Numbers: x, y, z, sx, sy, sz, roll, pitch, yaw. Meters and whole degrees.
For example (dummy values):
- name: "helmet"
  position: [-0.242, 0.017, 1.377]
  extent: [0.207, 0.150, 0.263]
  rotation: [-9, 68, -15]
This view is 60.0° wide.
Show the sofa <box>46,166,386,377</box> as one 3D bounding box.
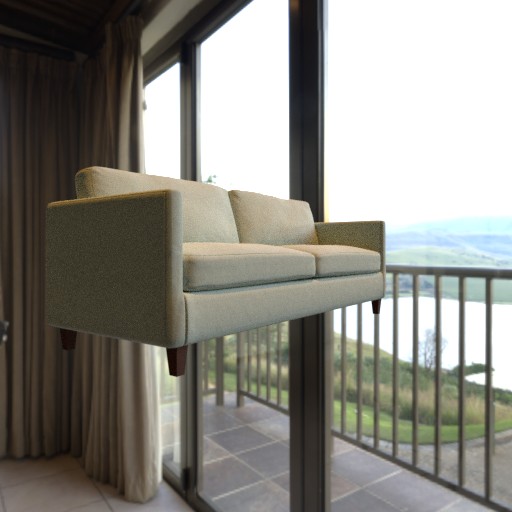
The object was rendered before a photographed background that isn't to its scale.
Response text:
- name: "sofa"
  position: [0.000, 0.000, 2.974]
  extent: [0.948, 0.965, 2.434]
  rotation: [1, 1, 36]
